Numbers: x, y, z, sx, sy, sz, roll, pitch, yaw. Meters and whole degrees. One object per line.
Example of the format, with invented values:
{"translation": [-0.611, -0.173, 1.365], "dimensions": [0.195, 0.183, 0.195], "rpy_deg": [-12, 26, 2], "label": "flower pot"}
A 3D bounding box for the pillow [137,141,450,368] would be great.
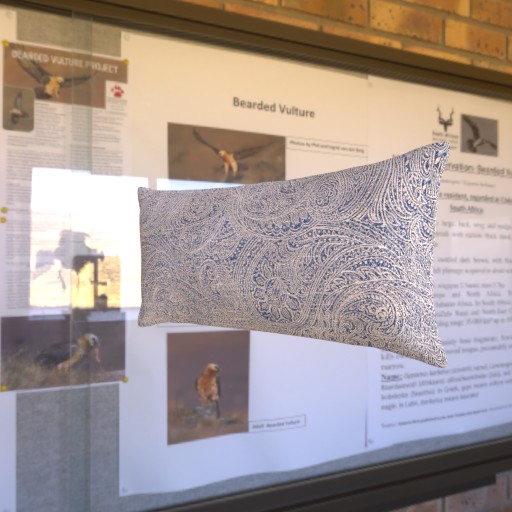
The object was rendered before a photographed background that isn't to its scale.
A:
{"translation": [0.000, 0.000, 0.750], "dimensions": [0.615, 0.295, 0.151], "rpy_deg": [0, 0, 36], "label": "pillow"}
